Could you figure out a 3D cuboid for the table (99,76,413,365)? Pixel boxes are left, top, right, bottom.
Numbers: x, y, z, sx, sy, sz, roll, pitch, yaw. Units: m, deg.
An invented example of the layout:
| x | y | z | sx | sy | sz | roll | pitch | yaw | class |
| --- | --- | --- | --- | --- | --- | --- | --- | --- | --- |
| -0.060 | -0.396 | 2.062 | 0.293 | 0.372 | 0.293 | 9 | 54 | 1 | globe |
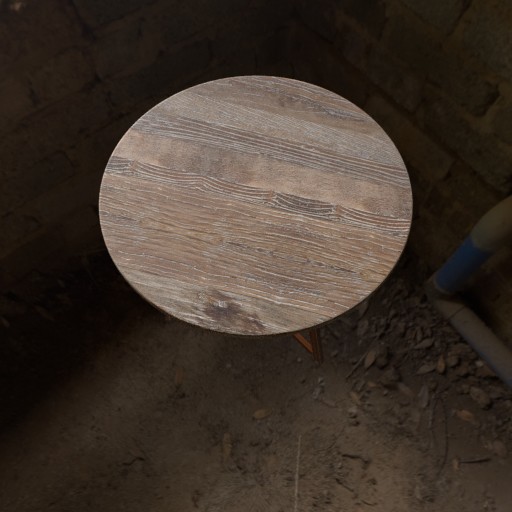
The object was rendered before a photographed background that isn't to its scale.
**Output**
| x | y | z | sx | sy | sz | roll | pitch | yaw | class |
| --- | --- | --- | --- | --- | --- | --- | --- | --- | --- |
| 0.000 | 0.000 | 0.934 | 0.500 | 0.500 | 0.500 | 0 | 63 | 0 | table |
